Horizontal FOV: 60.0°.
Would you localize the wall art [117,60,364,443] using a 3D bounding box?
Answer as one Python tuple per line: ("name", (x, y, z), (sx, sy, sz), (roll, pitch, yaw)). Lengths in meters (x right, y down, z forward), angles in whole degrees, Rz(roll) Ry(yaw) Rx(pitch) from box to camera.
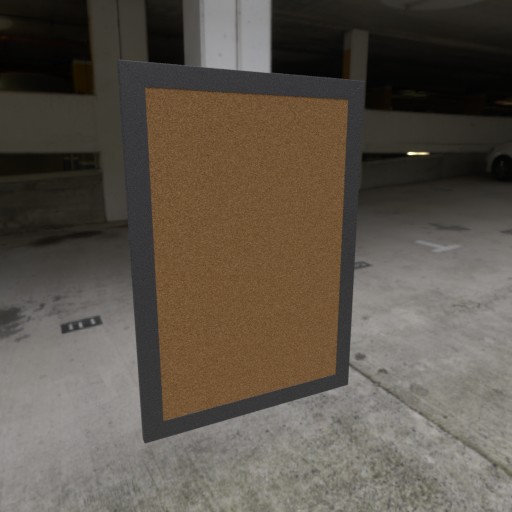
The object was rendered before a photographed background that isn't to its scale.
("wall art", (0.000, 0.000, 0.689), (0.380, 0.534, 0.013), (-7, 15, -26))
